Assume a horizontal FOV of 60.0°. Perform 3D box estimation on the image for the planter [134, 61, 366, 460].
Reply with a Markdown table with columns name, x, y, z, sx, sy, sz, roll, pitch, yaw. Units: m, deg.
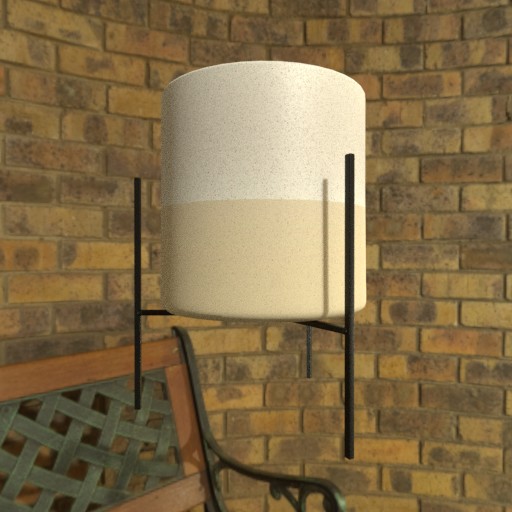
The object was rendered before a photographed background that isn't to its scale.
| name | x | y | z | sx | sy | sz | roll | pitch | yaw |
| --- | --- | --- | --- | --- | --- | --- | --- | --- | --- |
| planter | 0.000 | 0.000 | 0.542 | 0.263 | 0.362 | 0.267 | 0 | 0 | 17 |
